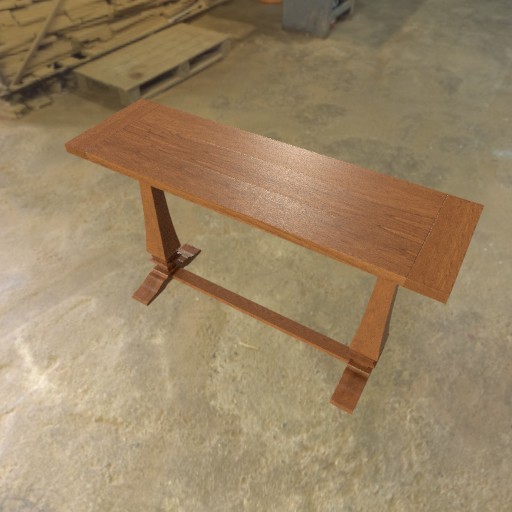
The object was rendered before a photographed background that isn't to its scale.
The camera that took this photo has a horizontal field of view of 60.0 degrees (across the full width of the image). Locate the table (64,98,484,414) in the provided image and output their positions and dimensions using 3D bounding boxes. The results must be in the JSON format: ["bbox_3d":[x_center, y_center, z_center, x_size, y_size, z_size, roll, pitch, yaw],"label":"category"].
[{"bbox_3d":[0.000,0.000,1.891,1.478,0.852,0.461,23,50,21],"label":"table"}]
